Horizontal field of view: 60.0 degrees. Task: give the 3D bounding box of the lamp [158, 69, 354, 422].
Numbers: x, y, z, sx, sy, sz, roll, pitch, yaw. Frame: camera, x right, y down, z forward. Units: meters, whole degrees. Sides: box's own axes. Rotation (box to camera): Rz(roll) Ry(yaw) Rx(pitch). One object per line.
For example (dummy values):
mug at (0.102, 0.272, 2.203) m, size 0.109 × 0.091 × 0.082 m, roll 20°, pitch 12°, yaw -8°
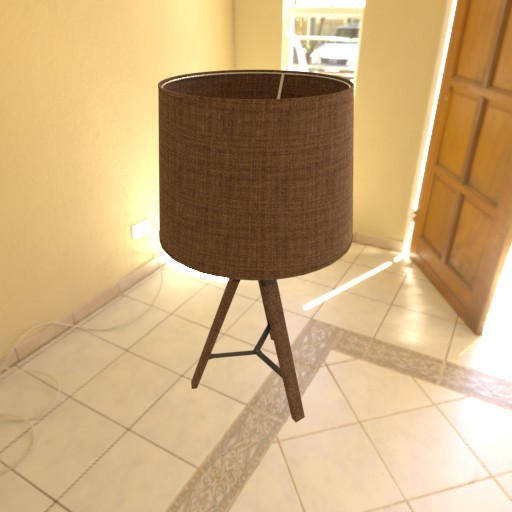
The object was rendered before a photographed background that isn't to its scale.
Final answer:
lamp at (0.000, 0.000, 0.696) m, size 0.290 × 0.514 × 0.290 m, roll 0°, pitch 30°, yaw 0°
